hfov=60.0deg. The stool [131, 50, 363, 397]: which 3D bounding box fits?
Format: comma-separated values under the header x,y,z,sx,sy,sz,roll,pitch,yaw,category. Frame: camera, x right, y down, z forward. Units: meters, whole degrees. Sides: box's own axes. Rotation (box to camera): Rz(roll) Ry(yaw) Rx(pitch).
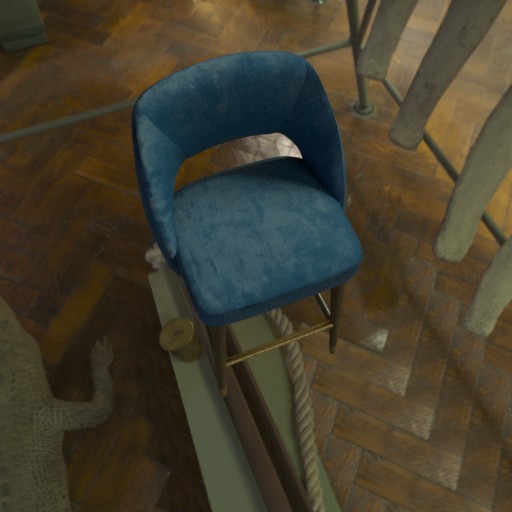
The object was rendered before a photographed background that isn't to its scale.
x,y,z,sx,sy,sz,roll,pitch,yaw,category
0.000,0.000,1.313,0.514,1.016,0.515,-19,64,-9,stool
